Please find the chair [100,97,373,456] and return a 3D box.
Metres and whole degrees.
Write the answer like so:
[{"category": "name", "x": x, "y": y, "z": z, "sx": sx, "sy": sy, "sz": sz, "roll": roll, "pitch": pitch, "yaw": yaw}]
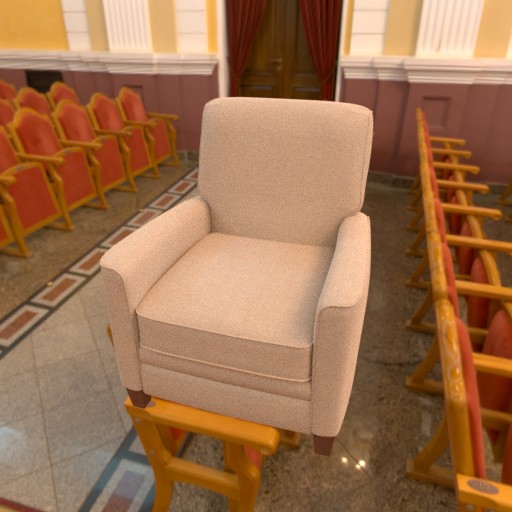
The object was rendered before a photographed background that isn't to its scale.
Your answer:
[{"category": "chair", "x": 0.000, "y": 0.000, "z": 1.662, "sx": 0.841, "sy": 1.023, "sz": 0.858, "roll": 8, "pitch": 29, "yaw": 15}]
